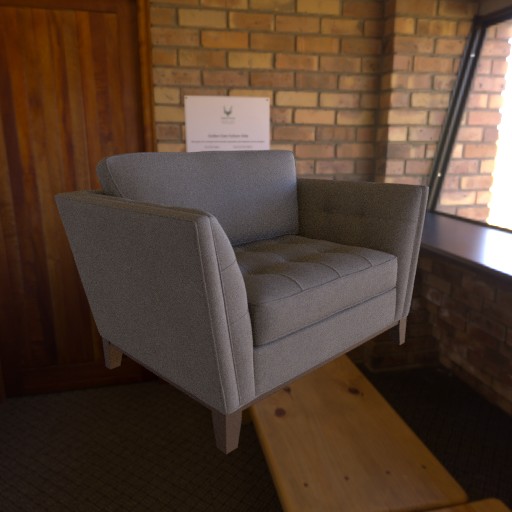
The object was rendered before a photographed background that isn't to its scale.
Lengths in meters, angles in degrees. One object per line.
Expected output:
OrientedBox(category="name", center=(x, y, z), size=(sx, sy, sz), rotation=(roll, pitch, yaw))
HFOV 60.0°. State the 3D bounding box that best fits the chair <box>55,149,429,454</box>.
OrientedBox(category="chair", center=(0.000, 0.000, 2.040), size=(1.396, 0.942, 0.965), rotation=(-13, 19, -43))
